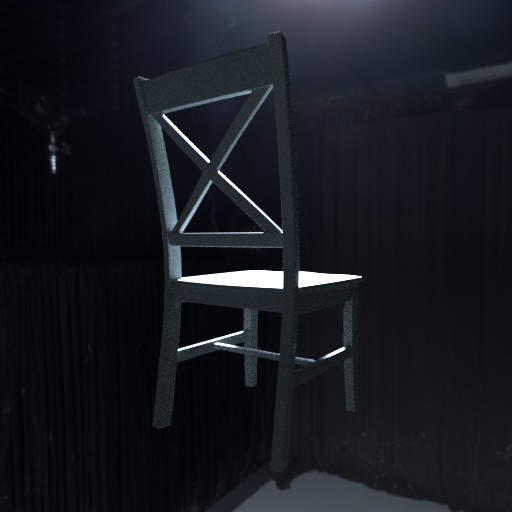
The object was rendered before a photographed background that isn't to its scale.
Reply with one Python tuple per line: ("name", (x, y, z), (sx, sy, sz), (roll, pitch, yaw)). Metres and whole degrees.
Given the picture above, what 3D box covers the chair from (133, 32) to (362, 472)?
("chair", (0.000, 0.000, 1.305), (0.485, 0.983, 0.542), (2, 3, 36))
